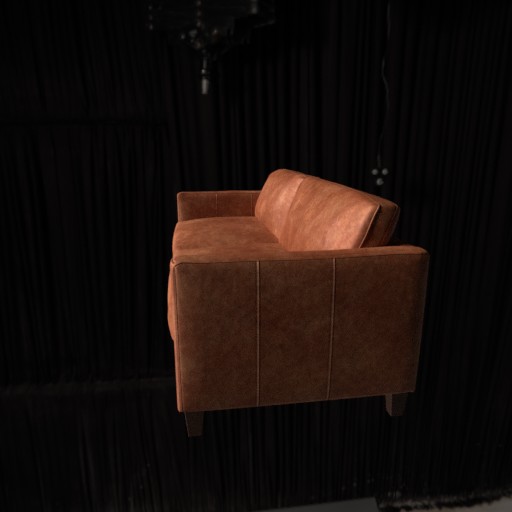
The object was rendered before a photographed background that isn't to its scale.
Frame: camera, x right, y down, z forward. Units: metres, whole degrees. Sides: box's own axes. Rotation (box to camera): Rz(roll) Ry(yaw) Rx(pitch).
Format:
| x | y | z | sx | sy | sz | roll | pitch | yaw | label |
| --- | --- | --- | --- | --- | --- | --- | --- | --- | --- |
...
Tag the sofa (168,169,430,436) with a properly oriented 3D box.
| x | y | z | sx | sy | sz | roll | pitch | yaw | label |
| --- | --- | --- | --- | --- | --- | --- | --- | --- | --- |
| 0.000 | 0.000 | 2.445 | 0.923 | 0.863 | 1.971 | -2 | 15 | -9 | sofa |
